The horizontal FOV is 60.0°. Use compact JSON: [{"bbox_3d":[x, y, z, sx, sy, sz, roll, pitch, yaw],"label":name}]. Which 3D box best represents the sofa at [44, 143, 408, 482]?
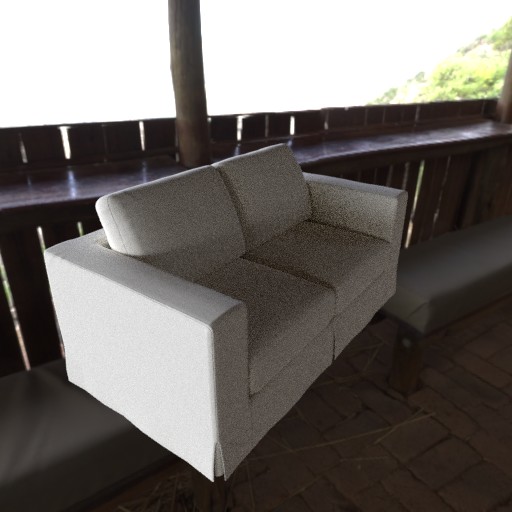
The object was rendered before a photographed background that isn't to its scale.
[{"bbox_3d":[0.000,0.000,2.384,1.009,0.932,1.813,18,31,32],"label":"sofa"}]
